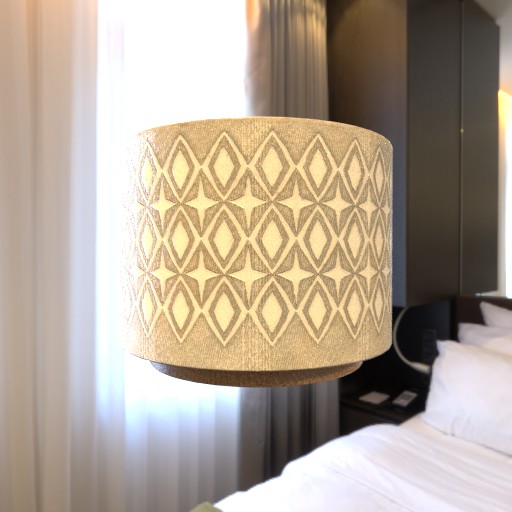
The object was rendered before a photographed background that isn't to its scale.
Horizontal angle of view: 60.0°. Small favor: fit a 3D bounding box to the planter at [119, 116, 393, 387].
[{"bbox_3d":[0.000,0.000,0.317,0.186,0.144,0.186,0,1,0],"label":"planter"}]
